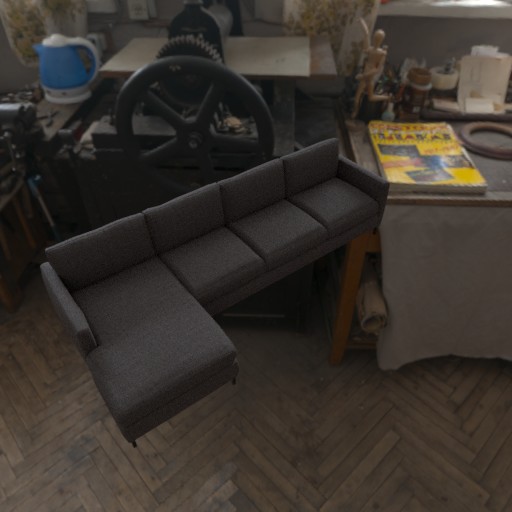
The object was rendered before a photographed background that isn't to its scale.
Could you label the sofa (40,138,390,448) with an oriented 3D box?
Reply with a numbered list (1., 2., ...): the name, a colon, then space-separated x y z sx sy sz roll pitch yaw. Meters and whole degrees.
1. sofa: 0.000 0.000 3.290 2.731 0.754 1.258 -27 48 -27
